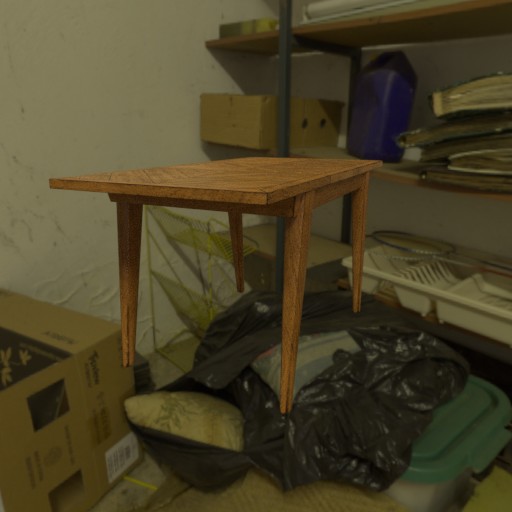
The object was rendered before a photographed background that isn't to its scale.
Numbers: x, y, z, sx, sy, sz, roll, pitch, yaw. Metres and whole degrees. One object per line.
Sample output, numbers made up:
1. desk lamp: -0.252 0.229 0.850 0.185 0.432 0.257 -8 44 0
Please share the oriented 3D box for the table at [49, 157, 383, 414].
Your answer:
1. table: 0.000 0.000 1.935 0.757 0.760 1.400 8 17 25
